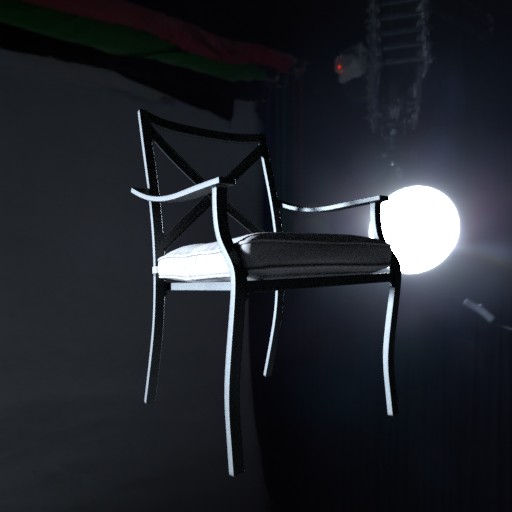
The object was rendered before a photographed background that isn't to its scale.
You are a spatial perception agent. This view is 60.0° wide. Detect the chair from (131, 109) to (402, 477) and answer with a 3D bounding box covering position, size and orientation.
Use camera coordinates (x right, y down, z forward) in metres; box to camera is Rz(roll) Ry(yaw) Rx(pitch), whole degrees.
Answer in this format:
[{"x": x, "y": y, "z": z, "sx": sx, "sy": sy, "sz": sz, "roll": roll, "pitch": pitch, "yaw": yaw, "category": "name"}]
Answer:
[{"x": 0.000, "y": 0.000, "z": 1.291, "sx": 0.575, "sy": 0.889, "sz": 0.620, "roll": -1, "pitch": 1, "yaw": -38, "category": "chair"}]
